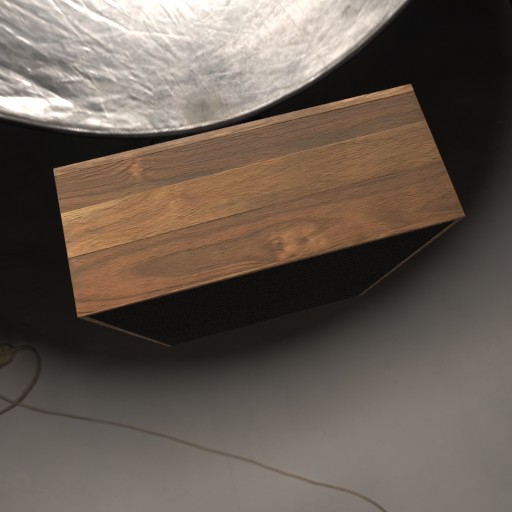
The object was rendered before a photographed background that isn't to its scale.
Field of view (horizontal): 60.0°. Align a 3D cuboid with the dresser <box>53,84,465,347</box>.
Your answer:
[{"bbox_3d":[0.000,0.000,1.896,1.062,1.393,0.442,-15,75,-4],"label":"dresser"}]
